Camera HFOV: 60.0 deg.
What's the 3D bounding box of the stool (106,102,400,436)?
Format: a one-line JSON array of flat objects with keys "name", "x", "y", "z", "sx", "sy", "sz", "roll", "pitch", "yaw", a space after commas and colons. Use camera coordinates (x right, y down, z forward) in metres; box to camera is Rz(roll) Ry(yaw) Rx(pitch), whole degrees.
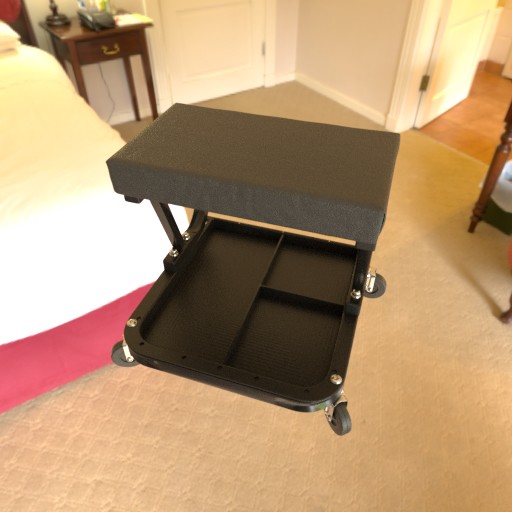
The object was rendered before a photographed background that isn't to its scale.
[{"name": "stool", "x": 0.000, "y": 0.000, "z": 0.729, "sx": 0.446, "sy": 0.380, "sz": 0.371, "roll": 12, "pitch": 43, "yaw": 14}]
